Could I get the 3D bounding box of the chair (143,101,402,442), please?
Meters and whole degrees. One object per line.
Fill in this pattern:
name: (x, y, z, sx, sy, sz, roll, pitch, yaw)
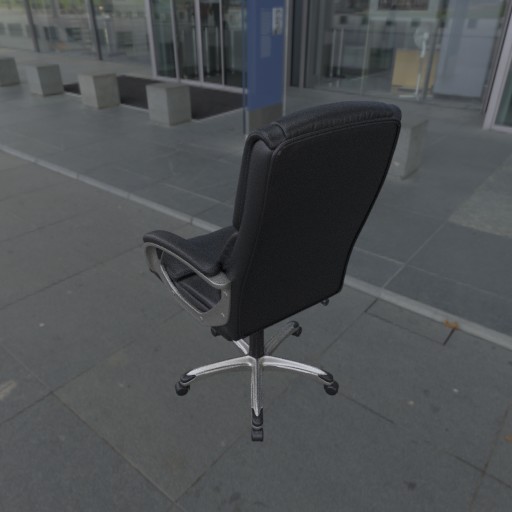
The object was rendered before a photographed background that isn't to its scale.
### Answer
chair: (0.000, 0.000, 1.587, 0.663, 1.155, 0.739, -20, 36, -31)
